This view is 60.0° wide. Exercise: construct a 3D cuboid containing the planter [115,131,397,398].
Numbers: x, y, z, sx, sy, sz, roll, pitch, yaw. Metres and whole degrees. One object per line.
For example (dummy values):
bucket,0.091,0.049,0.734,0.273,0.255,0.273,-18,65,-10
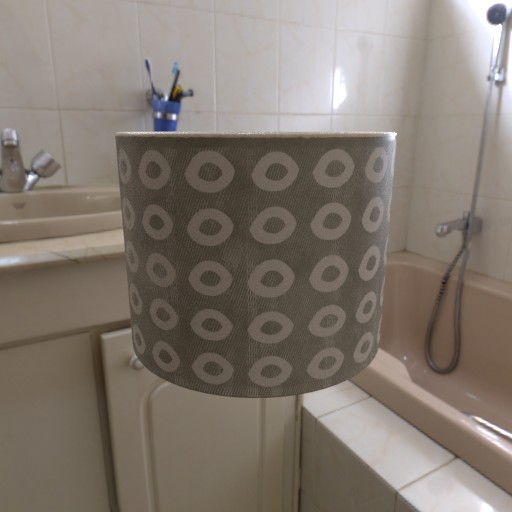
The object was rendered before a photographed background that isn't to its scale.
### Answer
planter,0.000,0.000,0.337,0.190,0.181,0.190,0,16,0
